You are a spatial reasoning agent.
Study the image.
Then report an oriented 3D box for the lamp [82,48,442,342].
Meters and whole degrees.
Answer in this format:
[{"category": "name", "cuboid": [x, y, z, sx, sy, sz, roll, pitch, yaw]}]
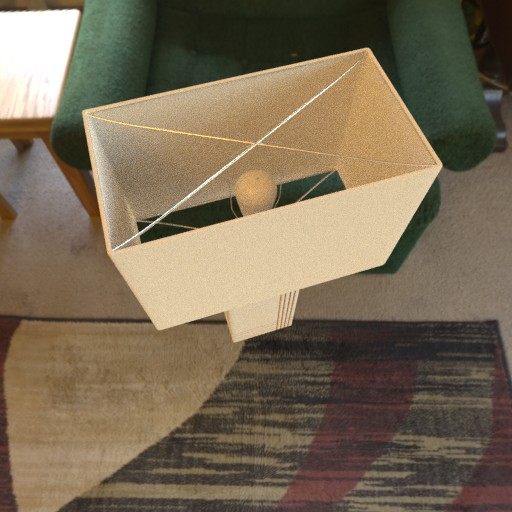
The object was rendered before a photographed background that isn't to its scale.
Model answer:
[{"category": "lamp", "cuboid": [0.000, 0.000, 0.698, 0.334, 0.543, 0.182, -16, 64, -8]}]
